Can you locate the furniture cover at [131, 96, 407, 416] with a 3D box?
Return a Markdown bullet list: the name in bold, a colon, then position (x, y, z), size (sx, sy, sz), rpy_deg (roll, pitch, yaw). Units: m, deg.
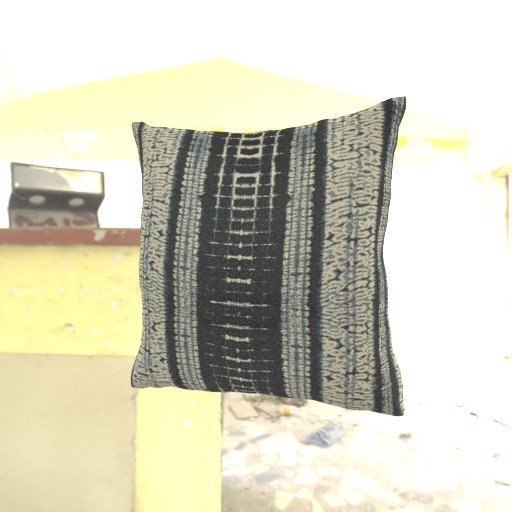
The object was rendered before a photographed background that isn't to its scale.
- **furniture cover**: position (0.000, 0.000, 0.660), size (0.425, 0.435, 0.133), rpy_deg (0, 0, 17)
